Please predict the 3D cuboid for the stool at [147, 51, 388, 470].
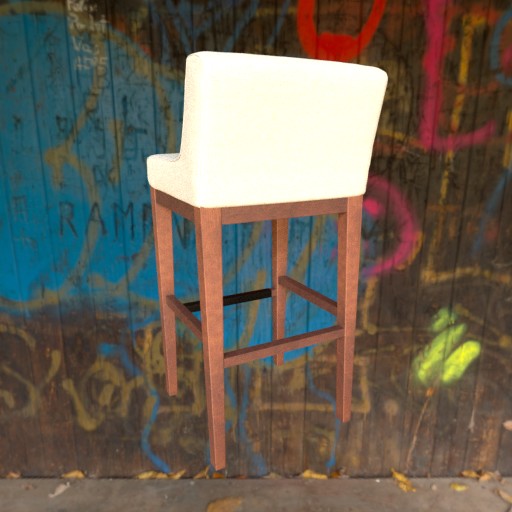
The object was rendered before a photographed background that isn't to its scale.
[{"bbox_3d":[0.000,0.000,1.323,0.511,1.037,0.500,-8,17,-27],"label":"stool"}]
